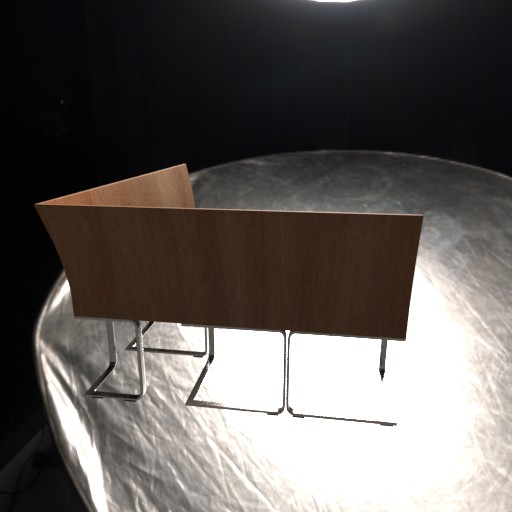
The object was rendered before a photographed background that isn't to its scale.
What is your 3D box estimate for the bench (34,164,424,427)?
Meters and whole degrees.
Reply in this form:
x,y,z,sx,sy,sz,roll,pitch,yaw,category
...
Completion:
x,y,z,sx,sy,sz,roll,pitch,yaw,category
0.000,0.000,2.715,1.495,0.930,1.945,3,17,9,bench
